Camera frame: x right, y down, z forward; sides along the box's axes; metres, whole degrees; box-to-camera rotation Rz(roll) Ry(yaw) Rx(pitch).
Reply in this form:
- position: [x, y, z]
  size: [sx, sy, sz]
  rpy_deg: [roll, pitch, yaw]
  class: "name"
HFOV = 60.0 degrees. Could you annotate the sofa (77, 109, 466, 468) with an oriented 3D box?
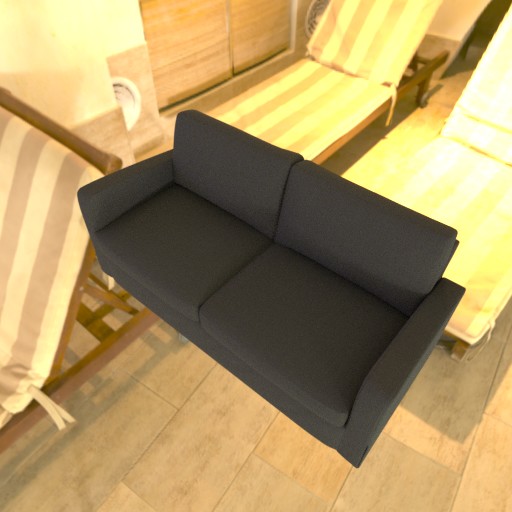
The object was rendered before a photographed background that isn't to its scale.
- position: [0.000, 0.000, 2.277]
  size: [1.852, 0.839, 0.898]
  rpy_deg: [31, 54, 26]
  class: "sofa"
